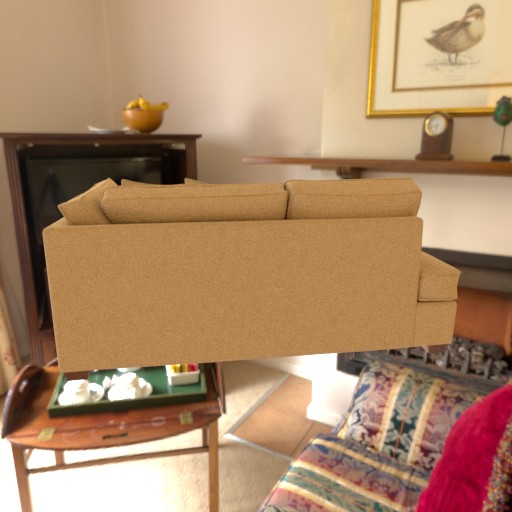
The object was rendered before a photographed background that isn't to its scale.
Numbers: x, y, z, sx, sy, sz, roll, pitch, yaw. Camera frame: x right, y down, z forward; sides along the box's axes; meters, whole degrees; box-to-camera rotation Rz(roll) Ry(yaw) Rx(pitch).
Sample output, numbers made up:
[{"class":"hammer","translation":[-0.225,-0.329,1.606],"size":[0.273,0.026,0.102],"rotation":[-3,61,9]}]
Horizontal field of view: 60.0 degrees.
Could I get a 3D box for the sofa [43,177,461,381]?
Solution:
[{"class":"sofa","translation":[0.000,0.000,2.863],"size":[2.237,1.033,1.110],"rotation":[-2,14,-9]}]
